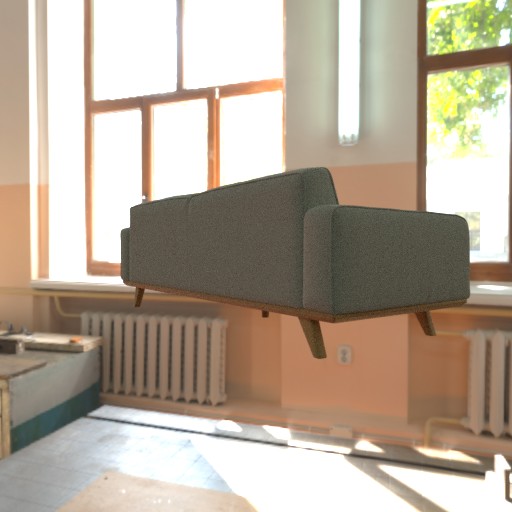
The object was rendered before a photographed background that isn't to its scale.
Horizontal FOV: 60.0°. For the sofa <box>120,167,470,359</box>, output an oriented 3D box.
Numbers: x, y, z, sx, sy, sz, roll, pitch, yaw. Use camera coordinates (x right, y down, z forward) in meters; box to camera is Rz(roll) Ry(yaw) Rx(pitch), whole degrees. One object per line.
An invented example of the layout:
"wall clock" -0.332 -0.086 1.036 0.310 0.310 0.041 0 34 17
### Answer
"sofa" 0.000 0.000 2.767 0.956 0.781 2.270 -1 1 -36
